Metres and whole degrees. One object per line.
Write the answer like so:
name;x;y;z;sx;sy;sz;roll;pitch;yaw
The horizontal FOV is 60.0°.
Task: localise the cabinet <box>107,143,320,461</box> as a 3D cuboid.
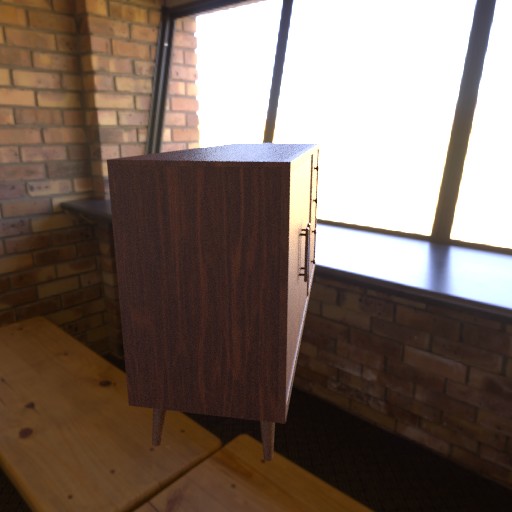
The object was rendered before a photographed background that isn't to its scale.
cabinet;0.000;0.000;1.988;0.505;0.940;1.575;3;16;10
